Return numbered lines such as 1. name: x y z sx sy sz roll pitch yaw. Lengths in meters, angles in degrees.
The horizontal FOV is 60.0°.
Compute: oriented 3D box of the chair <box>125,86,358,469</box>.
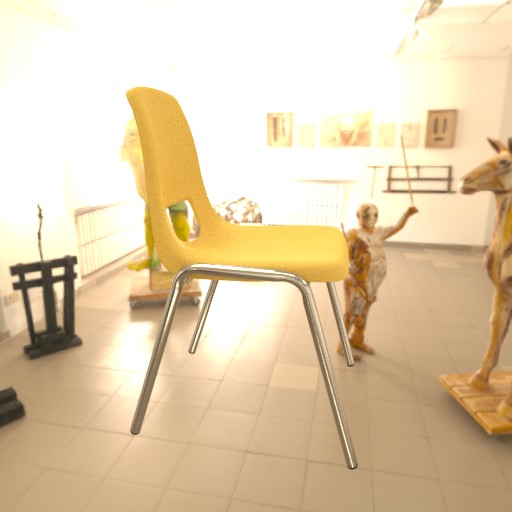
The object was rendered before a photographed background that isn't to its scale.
1. chair: 0.000 0.000 0.904 0.436 0.653 0.381 3 16 11
